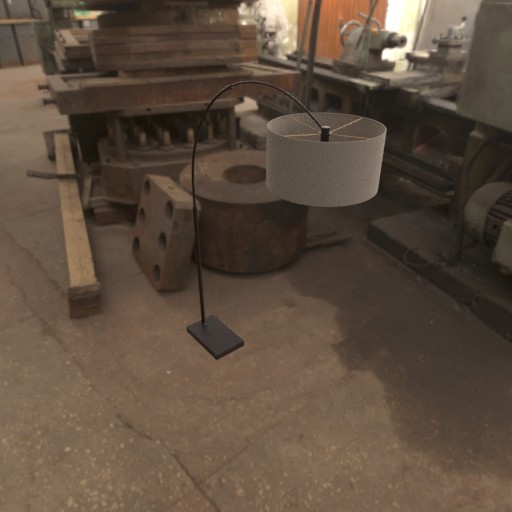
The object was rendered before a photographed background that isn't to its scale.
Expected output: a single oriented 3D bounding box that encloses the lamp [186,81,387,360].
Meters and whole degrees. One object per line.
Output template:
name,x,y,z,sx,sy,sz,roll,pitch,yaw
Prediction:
lamp,0.000,0.000,2.591,0.493,1.927,1.424,-22,37,-33
